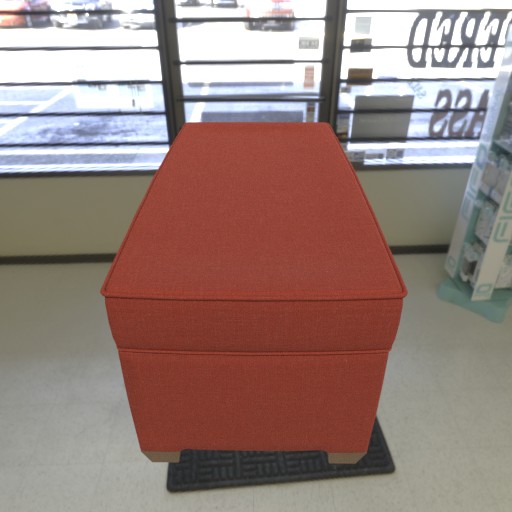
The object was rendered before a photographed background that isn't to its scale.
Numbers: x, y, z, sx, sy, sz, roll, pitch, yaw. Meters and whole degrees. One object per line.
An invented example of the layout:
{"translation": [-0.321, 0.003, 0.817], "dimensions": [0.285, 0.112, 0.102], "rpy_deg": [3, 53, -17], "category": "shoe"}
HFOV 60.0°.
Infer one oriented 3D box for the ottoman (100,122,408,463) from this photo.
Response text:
{"translation": [0.000, 0.000, 1.173], "dimensions": [0.497, 0.454, 0.948], "rpy_deg": [0, 32, 0], "category": "ottoman"}
